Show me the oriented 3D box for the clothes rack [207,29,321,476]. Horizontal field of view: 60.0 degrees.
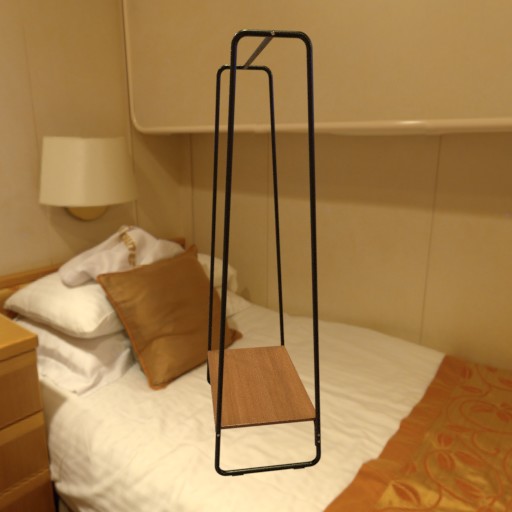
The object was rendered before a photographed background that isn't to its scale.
[{"bbox_3d":[0.000,0.000,1.759,0.400,1.500,0.640,-2,15,-8],"label":"clothes rack"}]
